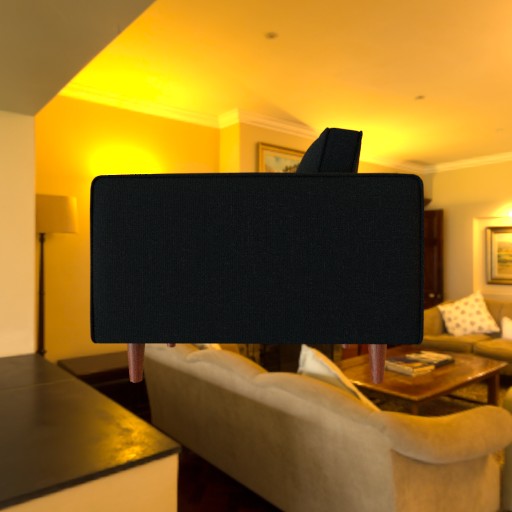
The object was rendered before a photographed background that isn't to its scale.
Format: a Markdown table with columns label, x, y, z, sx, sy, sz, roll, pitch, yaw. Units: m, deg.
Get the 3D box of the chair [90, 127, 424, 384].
| label | x | y | z | sx | sy | sz | roll | pitch | yaw |
| --- | --- | --- | --- | --- | --- | --- | --- | --- | --- |
| chair | 0.000 | 0.000 | 1.614 | 0.920 | 0.770 | 0.899 | 0 | 0 | 1 |
